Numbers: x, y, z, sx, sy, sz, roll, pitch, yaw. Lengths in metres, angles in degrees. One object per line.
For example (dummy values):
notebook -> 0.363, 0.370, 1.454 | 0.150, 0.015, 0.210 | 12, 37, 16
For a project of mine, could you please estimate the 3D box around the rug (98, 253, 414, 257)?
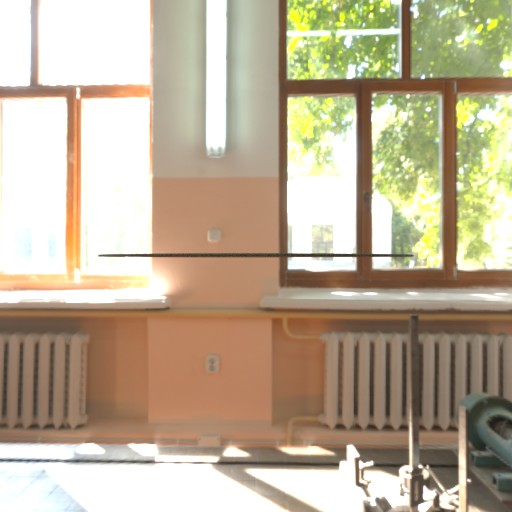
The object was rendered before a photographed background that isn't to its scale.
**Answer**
rug -> 0.000, 0.000, 2.380 | 1.598, 0.010, 1.598 | 0, 0, 0
